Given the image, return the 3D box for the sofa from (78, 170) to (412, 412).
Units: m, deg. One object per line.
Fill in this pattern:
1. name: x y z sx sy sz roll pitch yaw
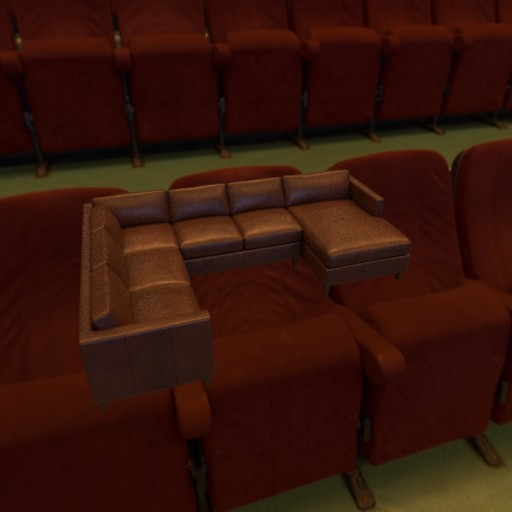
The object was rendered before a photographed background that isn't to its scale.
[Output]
1. sofa: 0.000 0.000 4.591 3.324 0.891 2.452 -9 32 -15
